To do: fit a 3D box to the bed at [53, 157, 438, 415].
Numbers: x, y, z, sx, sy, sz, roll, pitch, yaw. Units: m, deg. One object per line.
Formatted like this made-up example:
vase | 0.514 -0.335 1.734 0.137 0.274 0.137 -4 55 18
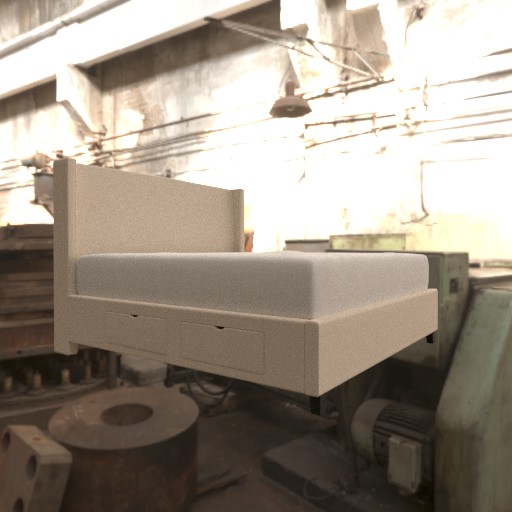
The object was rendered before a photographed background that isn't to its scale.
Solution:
bed | 0.000 0.000 3.573 2.293 1.471 2.145 1 1 36
